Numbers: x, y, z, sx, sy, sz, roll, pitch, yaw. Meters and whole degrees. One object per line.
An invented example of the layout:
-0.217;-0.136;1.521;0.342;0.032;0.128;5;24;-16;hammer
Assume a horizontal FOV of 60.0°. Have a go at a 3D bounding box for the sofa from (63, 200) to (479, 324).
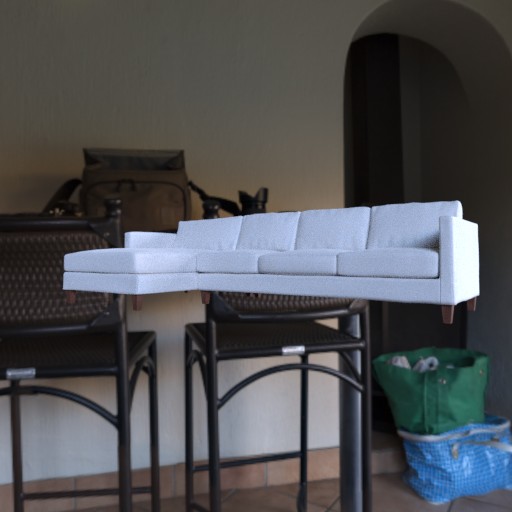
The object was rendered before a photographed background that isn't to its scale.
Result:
0.000;0.000;3.758;3.186;0.861;1.625;0;0;35;sofa
